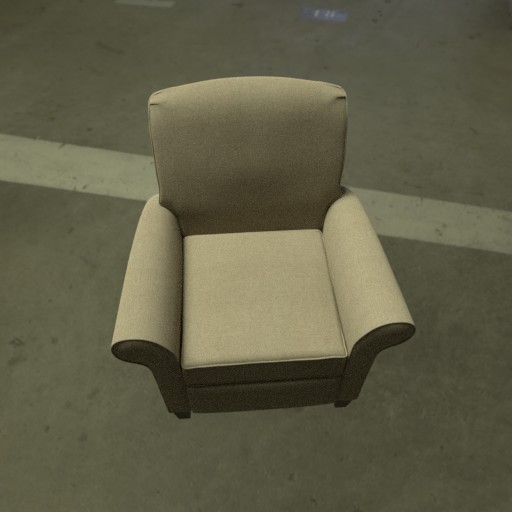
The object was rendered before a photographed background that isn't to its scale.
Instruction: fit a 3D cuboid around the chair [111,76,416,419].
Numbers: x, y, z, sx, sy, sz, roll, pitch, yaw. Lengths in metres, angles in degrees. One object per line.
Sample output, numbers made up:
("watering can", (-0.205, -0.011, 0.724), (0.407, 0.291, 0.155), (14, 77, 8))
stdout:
("chair", (0.000, 0.000, 1.753), (0.978, 1.061, 0.905), (-3, 47, -3))
